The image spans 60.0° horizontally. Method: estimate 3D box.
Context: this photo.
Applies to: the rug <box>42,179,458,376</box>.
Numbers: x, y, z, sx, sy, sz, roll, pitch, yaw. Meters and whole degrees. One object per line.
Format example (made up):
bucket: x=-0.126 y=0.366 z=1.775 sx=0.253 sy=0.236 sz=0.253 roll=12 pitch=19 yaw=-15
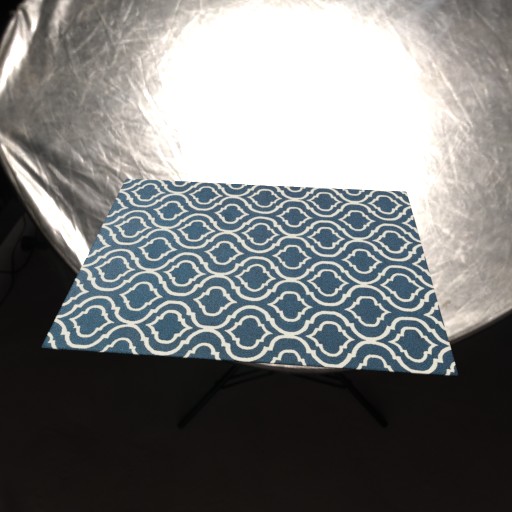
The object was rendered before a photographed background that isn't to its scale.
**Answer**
rug: x=0.000 y=0.000 z=4.415 sx=3.353 sy=0.010 sz=2.438 roll=3 pitch=44 yaw=3
